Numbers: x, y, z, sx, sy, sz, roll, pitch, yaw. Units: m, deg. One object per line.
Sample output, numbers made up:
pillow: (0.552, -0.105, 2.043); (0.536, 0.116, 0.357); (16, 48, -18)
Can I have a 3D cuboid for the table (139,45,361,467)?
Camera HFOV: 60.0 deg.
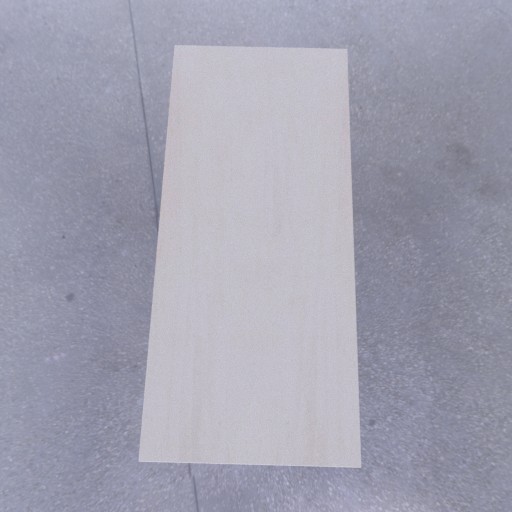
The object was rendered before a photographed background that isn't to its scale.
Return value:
table: (0.000, 0.000, 1.273); (0.457, 0.483, 1.016); (1, 75, 0)
